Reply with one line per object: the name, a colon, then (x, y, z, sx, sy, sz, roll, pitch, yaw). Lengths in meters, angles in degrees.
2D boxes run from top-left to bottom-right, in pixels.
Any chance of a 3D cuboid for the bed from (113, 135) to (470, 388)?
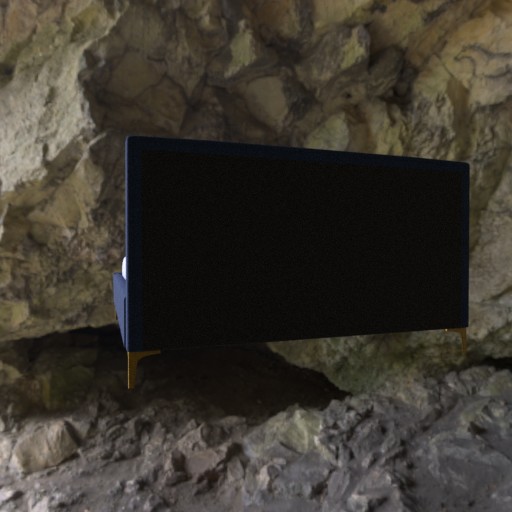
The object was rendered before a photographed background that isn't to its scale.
bed: (0.000, 0.000, 3.492, 2.096, 1.231, 2.232, 0, 1, -19)
